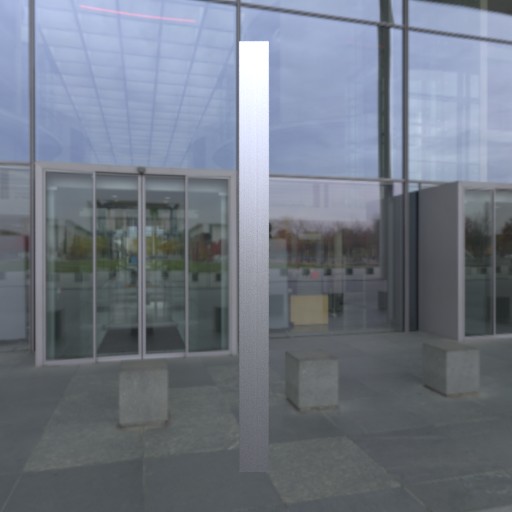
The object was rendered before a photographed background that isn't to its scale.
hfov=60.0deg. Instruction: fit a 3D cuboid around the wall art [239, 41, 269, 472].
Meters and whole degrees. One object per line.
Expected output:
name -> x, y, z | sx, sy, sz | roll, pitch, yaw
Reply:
wall art -> 0.000, 0.000, 0.748 | 0.032, 0.456, 0.557 | 0, 0, 0
